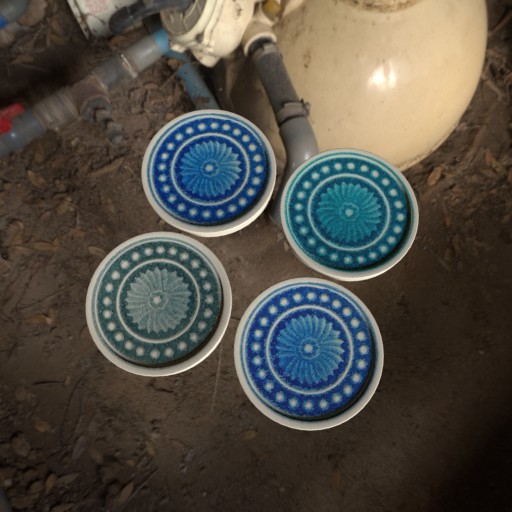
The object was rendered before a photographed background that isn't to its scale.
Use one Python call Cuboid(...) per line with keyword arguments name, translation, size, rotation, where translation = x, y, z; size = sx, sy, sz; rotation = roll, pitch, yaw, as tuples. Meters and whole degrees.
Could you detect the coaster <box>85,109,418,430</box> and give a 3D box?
Cuboid(name="coaster", translation=(0.000, 0.000, 0.341), size=(0.224, 0.010, 0.220), rotation=(18, 76, 4))
